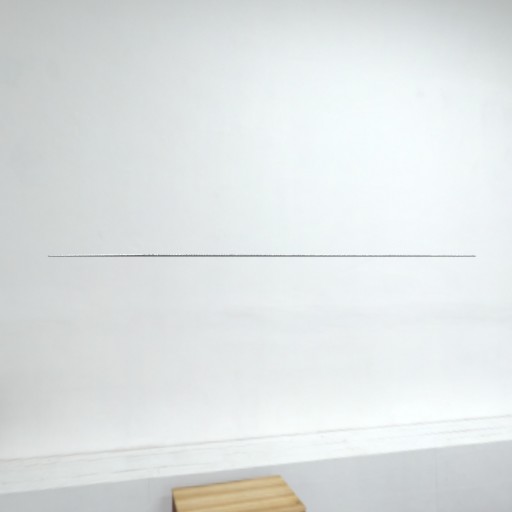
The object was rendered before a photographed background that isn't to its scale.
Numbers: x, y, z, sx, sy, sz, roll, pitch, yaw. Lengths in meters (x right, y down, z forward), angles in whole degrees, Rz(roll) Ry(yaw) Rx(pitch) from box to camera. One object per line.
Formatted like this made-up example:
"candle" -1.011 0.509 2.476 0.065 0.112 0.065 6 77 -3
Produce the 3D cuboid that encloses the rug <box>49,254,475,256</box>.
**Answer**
"rug" 0.000 0.000 4.003 3.048 0.012 2.438 0 0 -35
